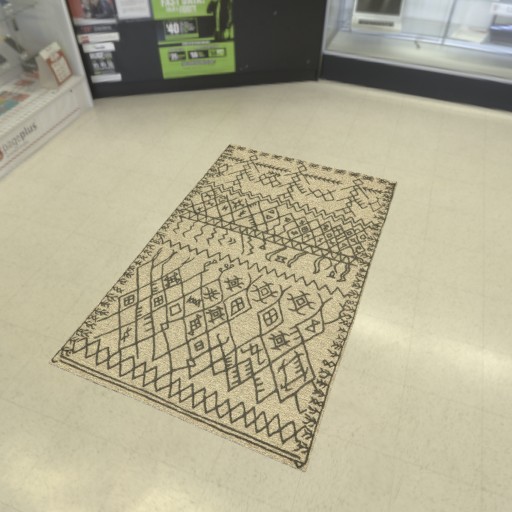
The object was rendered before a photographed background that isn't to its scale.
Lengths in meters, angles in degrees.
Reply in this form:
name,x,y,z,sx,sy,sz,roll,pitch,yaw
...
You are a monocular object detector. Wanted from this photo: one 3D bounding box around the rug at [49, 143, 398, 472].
name,x,y,z,sx,sy,sz,roll,pitch,yaw
rug,0.000,0.000,3.082,1.530,0.012,2.444,17,49,15
